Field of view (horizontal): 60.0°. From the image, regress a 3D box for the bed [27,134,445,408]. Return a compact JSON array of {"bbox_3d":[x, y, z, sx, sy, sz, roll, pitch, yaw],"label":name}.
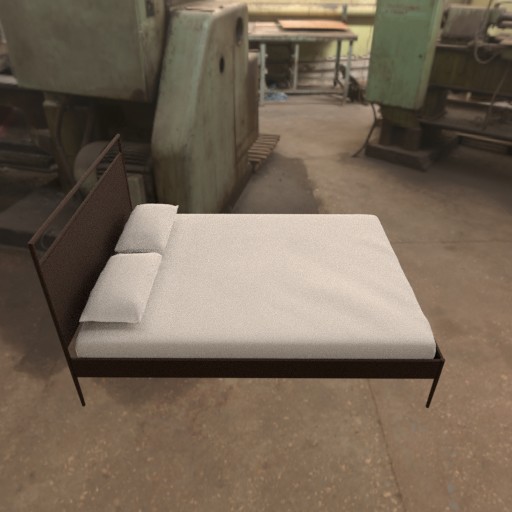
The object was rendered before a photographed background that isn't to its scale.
[{"bbox_3d":[0.000,0.000,3.026,2.122,1.173,1.572,0,34,0],"label":"bed"}]
